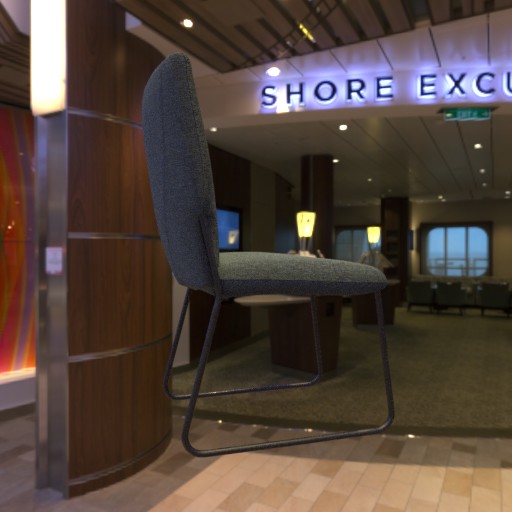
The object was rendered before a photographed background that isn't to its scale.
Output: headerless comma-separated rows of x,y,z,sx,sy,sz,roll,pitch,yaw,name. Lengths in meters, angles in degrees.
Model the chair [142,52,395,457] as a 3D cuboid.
0.000,0.000,1.281,0.635,0.931,0.480,0,1,-18,chair
